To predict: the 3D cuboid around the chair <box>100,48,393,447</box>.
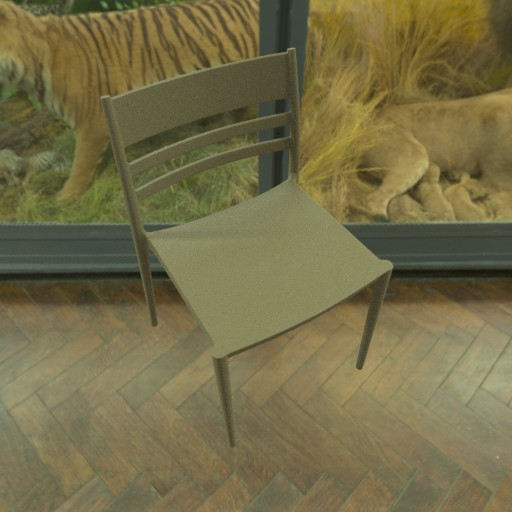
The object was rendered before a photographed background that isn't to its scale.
[{"bbox_3d":[0.000,0.000,1.133,0.531,0.800,0.511,-24,51,-21],"label":"chair"}]
